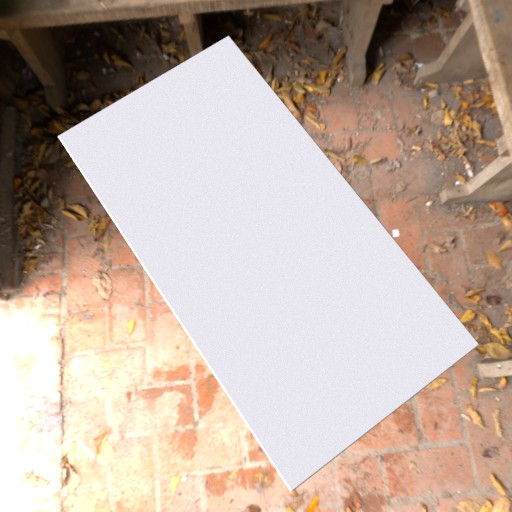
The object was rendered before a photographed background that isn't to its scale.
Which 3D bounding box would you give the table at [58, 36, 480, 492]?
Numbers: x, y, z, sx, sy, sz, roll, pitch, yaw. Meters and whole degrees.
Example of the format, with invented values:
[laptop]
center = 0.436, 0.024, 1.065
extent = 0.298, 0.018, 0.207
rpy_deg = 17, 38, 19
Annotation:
[table]
center = 0.000, 0.000, 1.345
extent = 0.559, 0.457, 1.067
rpy_deg = -34, 78, -8
